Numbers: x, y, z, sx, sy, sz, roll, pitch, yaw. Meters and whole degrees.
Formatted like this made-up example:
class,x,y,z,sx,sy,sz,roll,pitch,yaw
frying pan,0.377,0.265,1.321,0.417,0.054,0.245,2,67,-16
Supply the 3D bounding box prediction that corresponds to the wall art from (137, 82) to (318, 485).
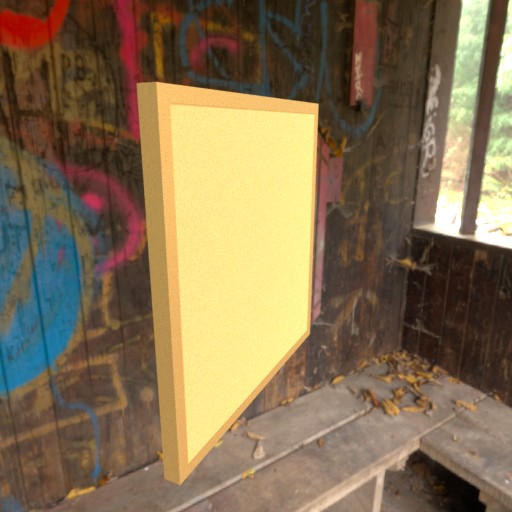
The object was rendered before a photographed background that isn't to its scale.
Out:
class,x,y,z,sx,sy,sz,roll,pitch,yaw
wall art,0.000,0.000,2.843,0.099,1.926,1.926,8,18,26
